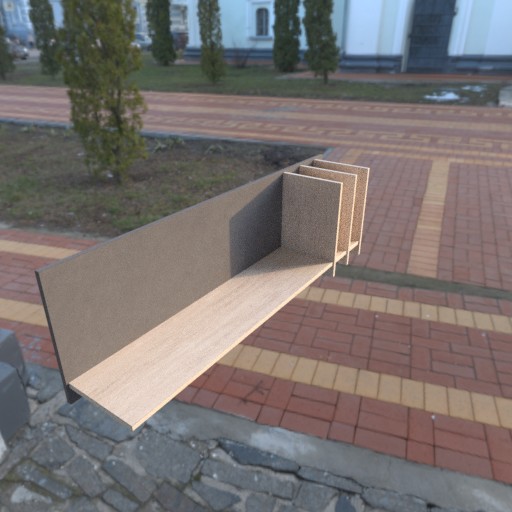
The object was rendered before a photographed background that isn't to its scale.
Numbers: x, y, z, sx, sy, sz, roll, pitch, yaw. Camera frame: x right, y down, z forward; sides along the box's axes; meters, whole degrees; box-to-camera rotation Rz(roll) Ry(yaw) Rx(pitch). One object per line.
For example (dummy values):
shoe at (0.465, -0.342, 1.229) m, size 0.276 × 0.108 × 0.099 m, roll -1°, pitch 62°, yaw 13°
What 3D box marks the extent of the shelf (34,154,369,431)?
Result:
shelf at (0.000, 0.000, 1.140) m, size 0.200 × 0.300 × 1.020 m, roll 18°, pitch 31°, yaw 31°
